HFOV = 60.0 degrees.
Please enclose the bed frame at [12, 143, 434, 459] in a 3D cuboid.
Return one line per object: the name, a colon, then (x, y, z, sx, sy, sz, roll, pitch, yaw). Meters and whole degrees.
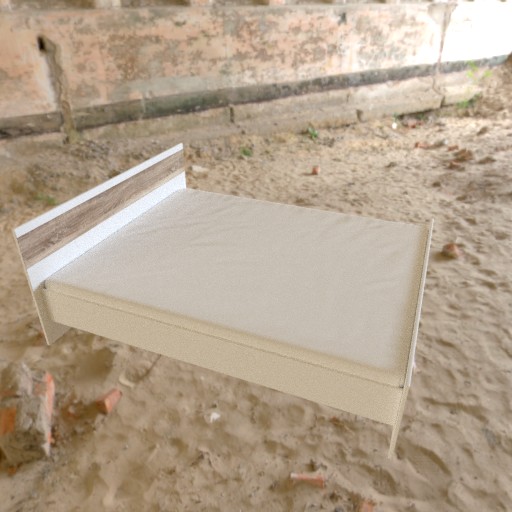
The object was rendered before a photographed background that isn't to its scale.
bed frame: (0.000, 0.000, 2.872, 2.060, 0.800, 1.720, 12, 32, 19)
